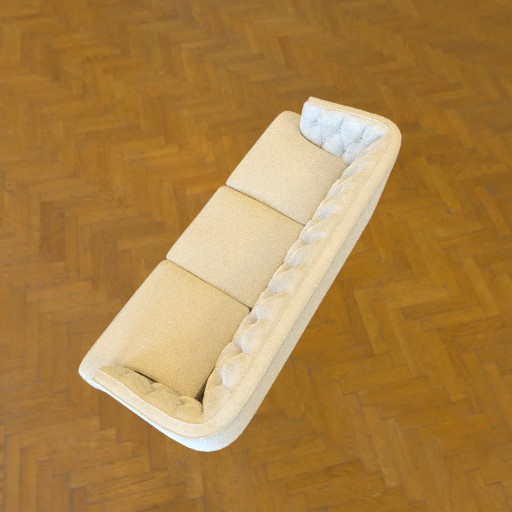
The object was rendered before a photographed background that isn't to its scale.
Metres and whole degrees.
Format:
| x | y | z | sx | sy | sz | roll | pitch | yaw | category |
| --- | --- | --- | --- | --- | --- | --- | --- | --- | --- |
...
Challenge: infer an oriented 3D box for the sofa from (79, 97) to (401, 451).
| x | y | z | sx | sy | sz | roll | pitch | yaw | category |
| --- | --- | --- | --- | --- | --- | --- | --- | --- | --- |
| 0.000 | 0.000 | 2.759 | 0.941 | 0.855 | 2.278 | 29 | 67 | 14 | sofa |
